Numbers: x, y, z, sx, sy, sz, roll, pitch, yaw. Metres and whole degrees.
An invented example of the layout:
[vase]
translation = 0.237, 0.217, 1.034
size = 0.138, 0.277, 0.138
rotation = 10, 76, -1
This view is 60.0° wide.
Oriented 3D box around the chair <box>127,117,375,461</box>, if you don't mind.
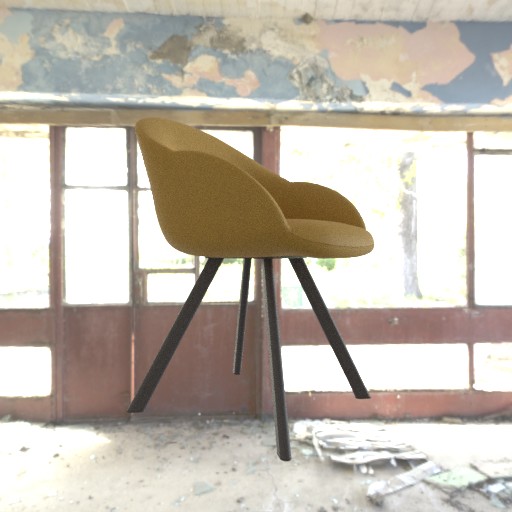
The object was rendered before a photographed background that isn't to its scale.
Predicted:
[chair]
translation = 0.000, 0.000, 1.180
size = 0.583, 0.793, 0.551
rotation = 0, 1, 34
